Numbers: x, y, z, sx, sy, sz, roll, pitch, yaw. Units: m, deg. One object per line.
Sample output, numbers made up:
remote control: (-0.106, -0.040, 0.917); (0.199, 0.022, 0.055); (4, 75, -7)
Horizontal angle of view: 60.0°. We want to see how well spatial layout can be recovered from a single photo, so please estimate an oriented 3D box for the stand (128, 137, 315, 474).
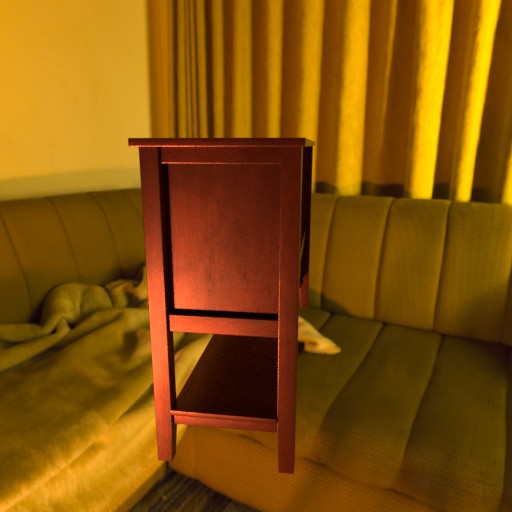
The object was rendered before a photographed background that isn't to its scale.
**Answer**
stand: (0.000, 0.000, 1.729); (0.410, 0.872, 1.362); (2, 14, 8)
